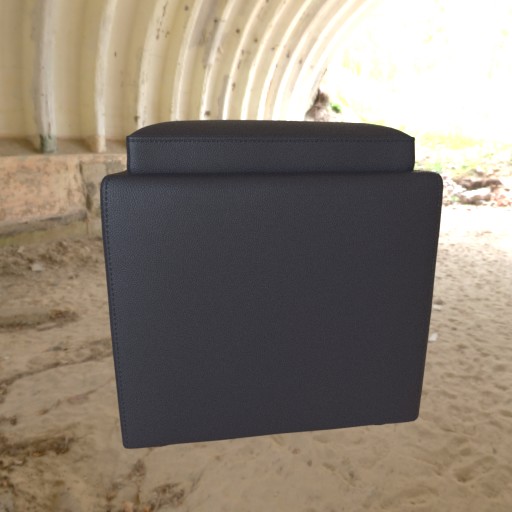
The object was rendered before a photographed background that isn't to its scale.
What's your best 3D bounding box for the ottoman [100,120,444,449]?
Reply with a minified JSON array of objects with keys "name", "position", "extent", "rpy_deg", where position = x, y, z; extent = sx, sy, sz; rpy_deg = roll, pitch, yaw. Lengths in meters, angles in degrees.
[{"name":"ottoman","position":[0.000,0.000,0.793],"extent":[0.450,0.460,0.451],"rpy_deg":[-2,14,-8]}]
